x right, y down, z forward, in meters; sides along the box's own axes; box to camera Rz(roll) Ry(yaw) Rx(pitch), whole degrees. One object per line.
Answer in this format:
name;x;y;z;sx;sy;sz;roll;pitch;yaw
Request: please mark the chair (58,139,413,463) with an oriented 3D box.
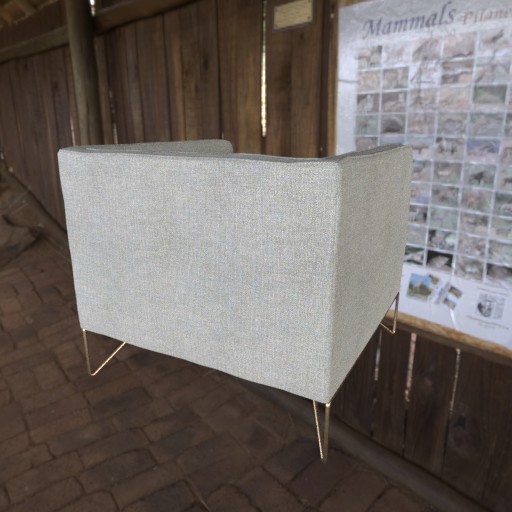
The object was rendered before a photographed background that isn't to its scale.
chair;0.000;0.000;1.623;0.920;0.799;0.912;9;19;27
